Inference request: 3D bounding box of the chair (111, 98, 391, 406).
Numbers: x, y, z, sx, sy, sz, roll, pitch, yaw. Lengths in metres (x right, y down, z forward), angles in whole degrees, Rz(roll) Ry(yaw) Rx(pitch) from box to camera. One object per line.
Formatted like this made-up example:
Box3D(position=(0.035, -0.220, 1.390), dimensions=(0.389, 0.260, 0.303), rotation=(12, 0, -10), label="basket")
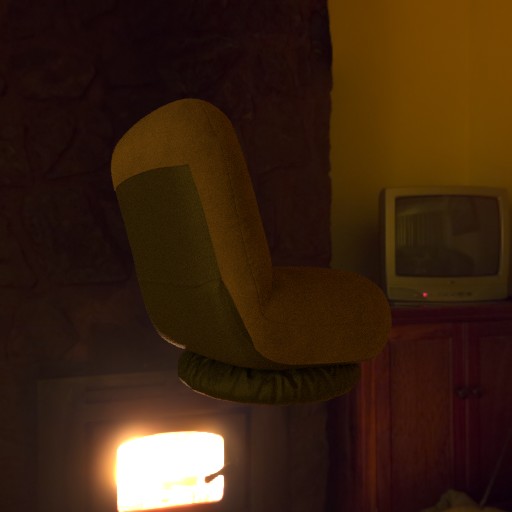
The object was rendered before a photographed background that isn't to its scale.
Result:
Box3D(position=(0.000, 0.000, 1.047), dimensions=(0.597, 0.594, 0.521), rotation=(0, 0, -36), label="chair")
